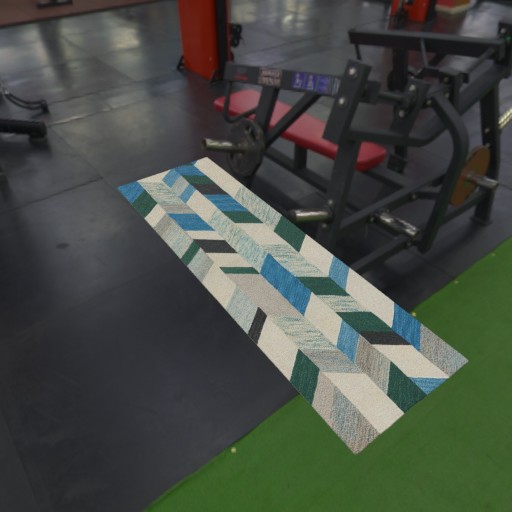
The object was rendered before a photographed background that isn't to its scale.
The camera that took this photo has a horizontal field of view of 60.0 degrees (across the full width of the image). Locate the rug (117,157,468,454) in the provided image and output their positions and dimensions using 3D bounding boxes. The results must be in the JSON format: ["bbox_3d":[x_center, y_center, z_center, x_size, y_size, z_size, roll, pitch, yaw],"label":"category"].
[{"bbox_3d":[0.000,0.000,2.688,0.774,0.008,2.437,-25,47,-26],"label":"rug"}]
